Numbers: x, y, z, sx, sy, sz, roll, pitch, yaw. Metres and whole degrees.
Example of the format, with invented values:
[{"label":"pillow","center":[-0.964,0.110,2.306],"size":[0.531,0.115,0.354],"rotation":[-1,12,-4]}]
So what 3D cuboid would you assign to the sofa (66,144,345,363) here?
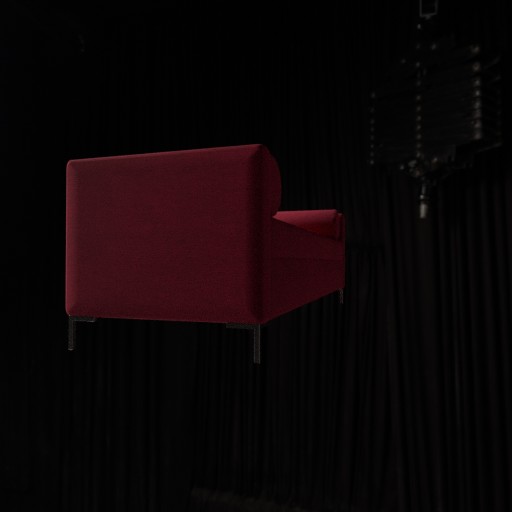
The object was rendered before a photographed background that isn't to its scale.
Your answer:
[{"label":"sofa","center":[0.000,0.000,2.286],"size":[0.686,0.635,1.981],"rotation":[0,-1,18]}]
